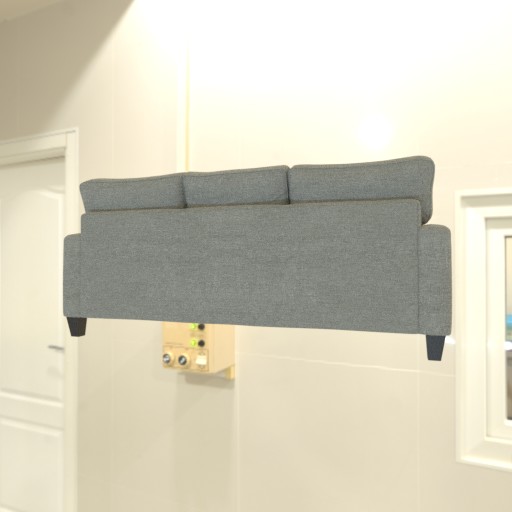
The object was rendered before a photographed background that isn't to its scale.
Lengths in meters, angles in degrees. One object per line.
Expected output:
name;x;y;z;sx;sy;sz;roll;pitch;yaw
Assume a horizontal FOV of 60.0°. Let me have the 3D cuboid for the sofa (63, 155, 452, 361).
sofa;0.000;0.000;2.739;2.158;0.965;0.951;0;0;18
